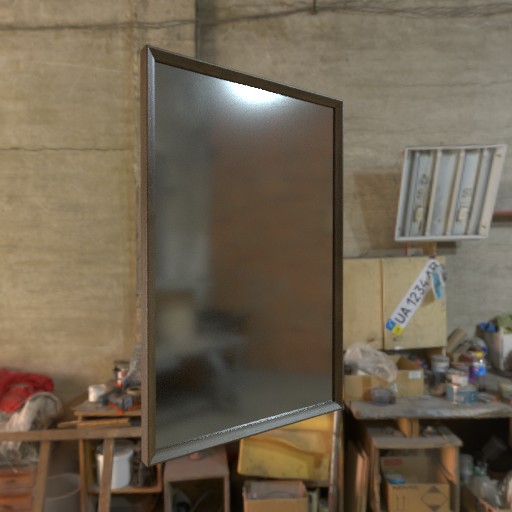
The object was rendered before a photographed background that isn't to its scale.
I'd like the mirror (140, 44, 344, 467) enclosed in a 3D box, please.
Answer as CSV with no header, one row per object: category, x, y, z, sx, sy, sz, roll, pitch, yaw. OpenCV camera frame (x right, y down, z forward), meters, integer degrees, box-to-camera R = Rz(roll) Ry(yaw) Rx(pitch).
mirror,0.000,0.000,1.152,0.609,0.915,0.041,-1,1,-36
